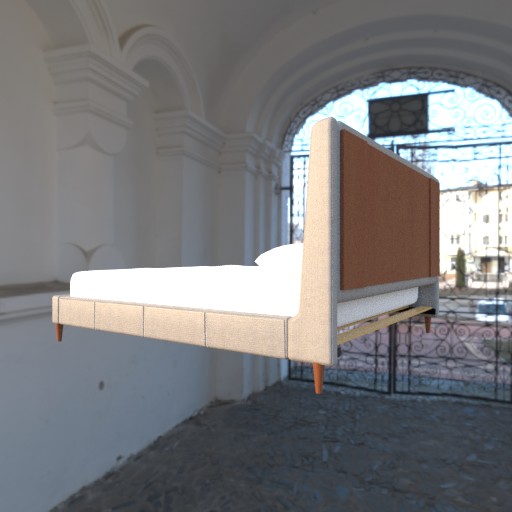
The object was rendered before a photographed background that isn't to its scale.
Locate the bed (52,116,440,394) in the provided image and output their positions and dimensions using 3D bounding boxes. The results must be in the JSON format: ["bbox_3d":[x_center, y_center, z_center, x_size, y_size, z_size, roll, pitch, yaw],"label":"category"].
[{"bbox_3d":[0.000,0.000,3.520,2.342,1.289,2.062,0,0,35],"label":"bed"}]
